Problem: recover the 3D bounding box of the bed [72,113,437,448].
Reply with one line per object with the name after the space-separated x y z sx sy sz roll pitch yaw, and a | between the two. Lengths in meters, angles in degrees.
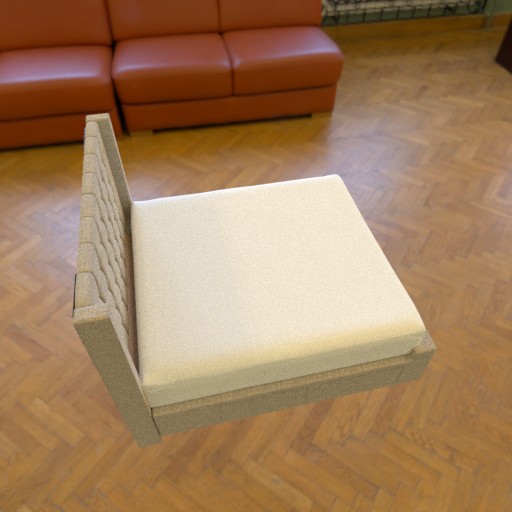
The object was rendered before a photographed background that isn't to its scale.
0.000 0.000 3.680 2.372 1.748 2.044 -9 48 -9 | bed
